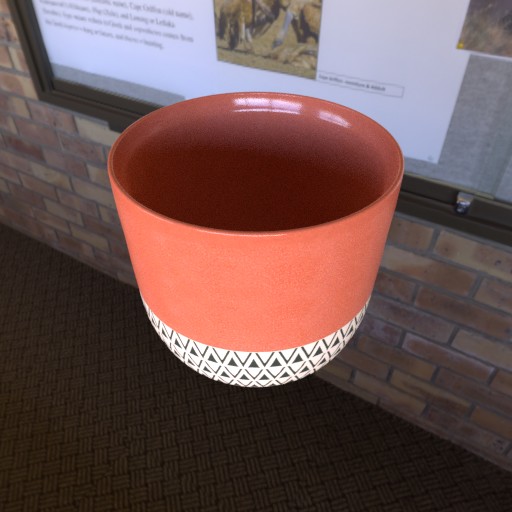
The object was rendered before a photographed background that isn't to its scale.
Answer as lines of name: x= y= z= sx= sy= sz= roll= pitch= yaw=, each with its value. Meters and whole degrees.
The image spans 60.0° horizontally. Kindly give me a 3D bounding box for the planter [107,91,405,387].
planter: x=0.000 y=0.000 z=0.496 sx=0.266 sy=0.270 sz=0.266 roll=0 pitch=41 yaw=0
